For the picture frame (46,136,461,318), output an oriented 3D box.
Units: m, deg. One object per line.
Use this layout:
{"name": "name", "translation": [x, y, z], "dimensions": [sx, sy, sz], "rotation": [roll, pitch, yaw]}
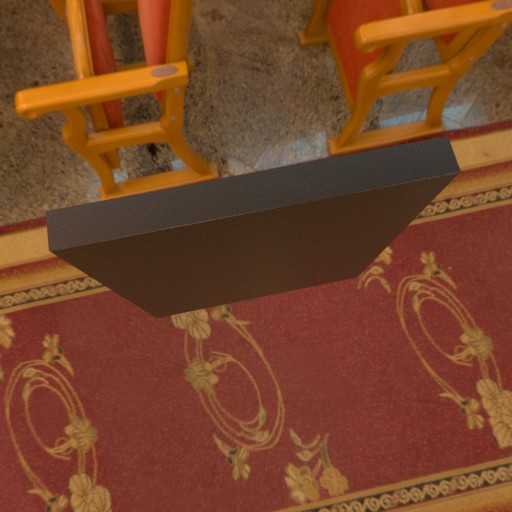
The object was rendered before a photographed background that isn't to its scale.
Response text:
{"name": "picture frame", "translation": [0.000, 0.000, 0.532], "dimensions": [0.328, 0.378, 0.034], "rotation": [-11, 75, -3]}
